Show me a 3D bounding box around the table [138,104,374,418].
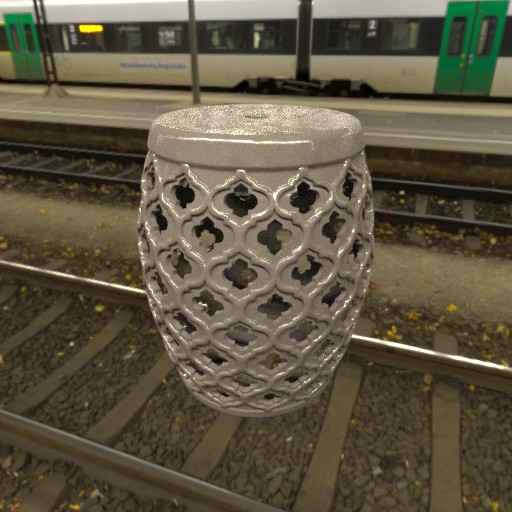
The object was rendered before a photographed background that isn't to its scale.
[{"bbox_3d":[0.000,0.000,0.640,0.325,0.388,0.325,0,26,0],"label":"table"}]
